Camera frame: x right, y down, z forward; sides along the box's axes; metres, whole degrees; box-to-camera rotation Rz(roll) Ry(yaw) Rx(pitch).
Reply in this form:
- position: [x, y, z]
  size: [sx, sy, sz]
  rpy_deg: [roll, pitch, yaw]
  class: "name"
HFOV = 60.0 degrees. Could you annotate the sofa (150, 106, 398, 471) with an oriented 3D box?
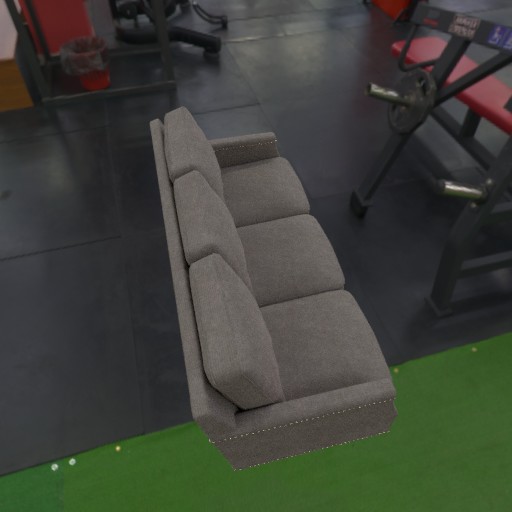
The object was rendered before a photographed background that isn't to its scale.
- position: [0.000, 0.000, 2.796]
  size: [1.034, 1.042, 2.226]
  rpy_deg: [-10, 49, -9]
  class: "sofa"
